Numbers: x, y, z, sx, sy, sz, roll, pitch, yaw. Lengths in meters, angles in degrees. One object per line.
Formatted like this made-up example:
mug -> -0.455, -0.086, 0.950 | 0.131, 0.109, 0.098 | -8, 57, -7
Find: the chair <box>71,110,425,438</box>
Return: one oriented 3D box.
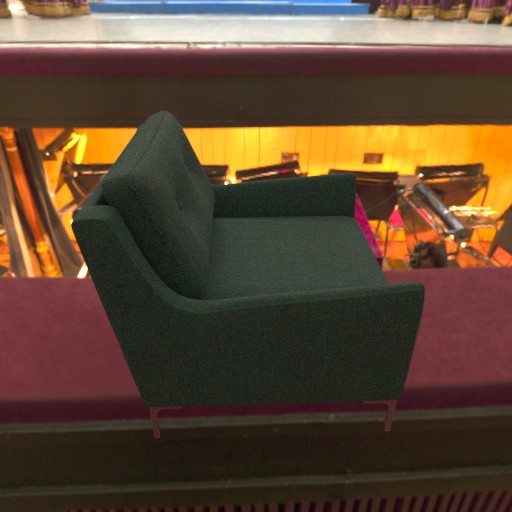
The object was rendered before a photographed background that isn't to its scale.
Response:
chair -> 0.000, 0.000, 1.503 | 0.849, 0.828, 0.847 | -1, 31, -2
